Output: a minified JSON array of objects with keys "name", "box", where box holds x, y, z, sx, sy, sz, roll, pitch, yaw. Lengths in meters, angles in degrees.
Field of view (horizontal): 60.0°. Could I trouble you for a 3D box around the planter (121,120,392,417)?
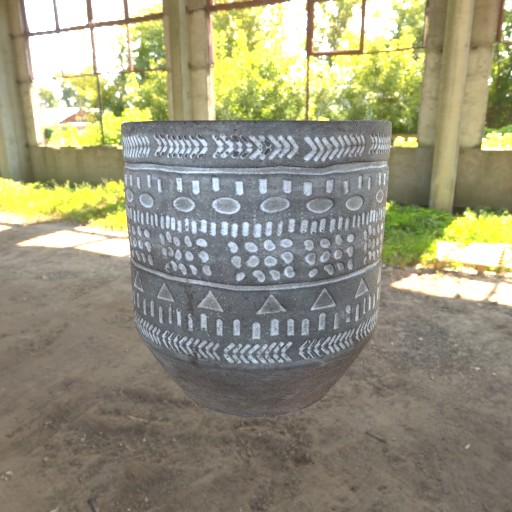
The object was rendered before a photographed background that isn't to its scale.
[{"name":"planter","box":[0.000,0.000,0.222,0.122,0.128,0.122,0,15,0]}]
